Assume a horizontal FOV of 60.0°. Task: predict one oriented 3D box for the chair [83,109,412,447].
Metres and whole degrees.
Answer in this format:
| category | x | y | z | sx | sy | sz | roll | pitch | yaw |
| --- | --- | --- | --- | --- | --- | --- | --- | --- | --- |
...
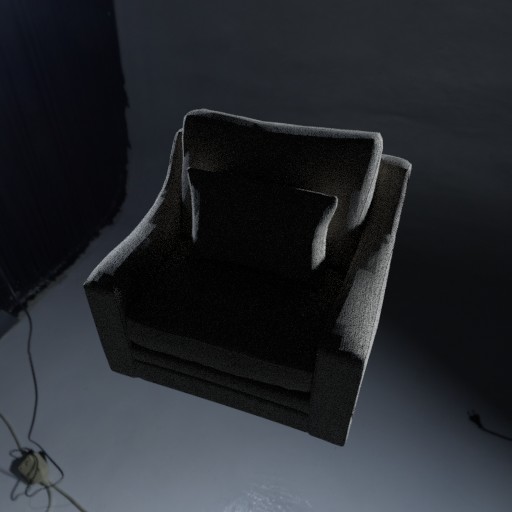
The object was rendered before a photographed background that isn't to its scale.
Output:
| category | x | y | z | sx | sy | sz | roll | pitch | yaw |
| --- | --- | --- | --- | --- | --- | --- | --- | --- | --- |
| chair | 0.000 | 0.000 | 1.985 | 1.138 | 1.037 | 1.009 | 13 | 42 | 15 |
